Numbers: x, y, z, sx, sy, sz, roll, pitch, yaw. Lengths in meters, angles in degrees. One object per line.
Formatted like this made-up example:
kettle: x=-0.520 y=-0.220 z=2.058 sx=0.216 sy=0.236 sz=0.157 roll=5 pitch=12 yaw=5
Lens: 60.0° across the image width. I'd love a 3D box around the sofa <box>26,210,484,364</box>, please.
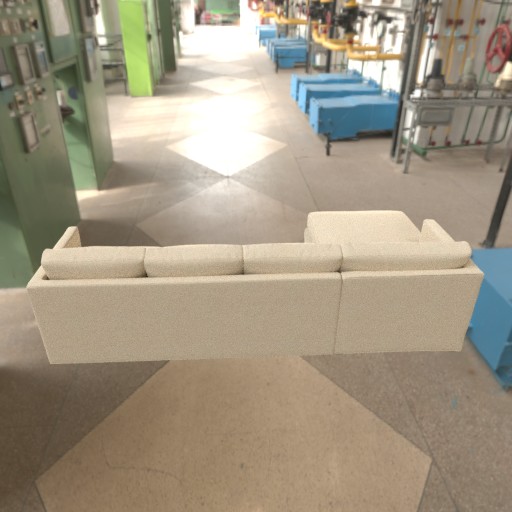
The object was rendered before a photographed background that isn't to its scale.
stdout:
sofa: x=0.000 y=0.000 z=3.885 sx=3.205 sy=0.922 sz=1.650 roll=-1 pitch=30 yaw=-2
